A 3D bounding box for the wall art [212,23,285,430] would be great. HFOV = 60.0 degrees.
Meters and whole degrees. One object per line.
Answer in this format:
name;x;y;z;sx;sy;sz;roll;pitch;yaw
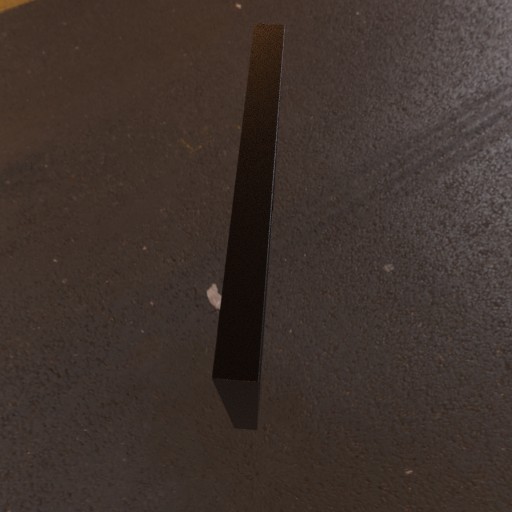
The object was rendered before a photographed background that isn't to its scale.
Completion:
wall art;0.000;0.000;0.484;0.029;0.318;0.327;4;64;2
